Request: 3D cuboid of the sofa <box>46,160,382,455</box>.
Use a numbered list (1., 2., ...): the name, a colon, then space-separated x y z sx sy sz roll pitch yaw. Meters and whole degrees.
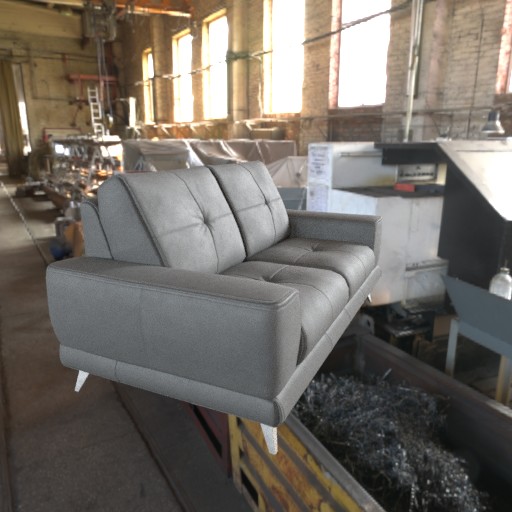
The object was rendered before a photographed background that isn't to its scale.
1. sofa: 0.000 0.000 2.294 1.018 0.907 1.806 7 16 24
